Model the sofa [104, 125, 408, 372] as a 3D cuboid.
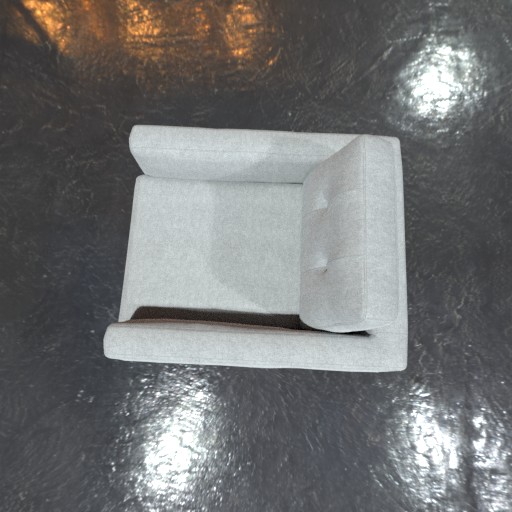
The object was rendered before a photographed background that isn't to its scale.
[{"bbox_3d":[0.000,0.000,1.576,0.920,0.860,0.770,3,76,1],"label":"sofa"}]
